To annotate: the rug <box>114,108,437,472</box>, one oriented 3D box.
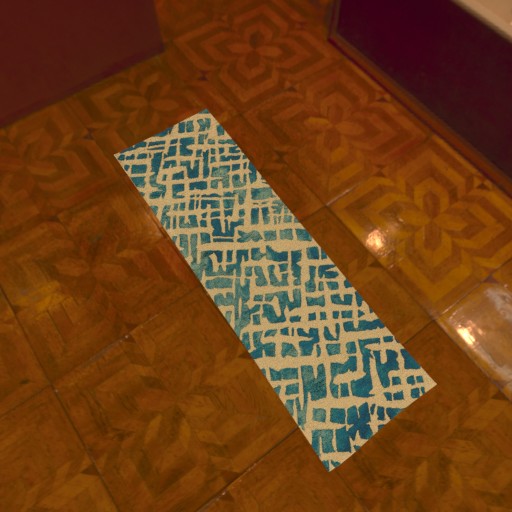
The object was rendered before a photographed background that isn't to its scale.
[{"bbox_3d":[0.000,0.000,2.790,0.768,0.011,2.446,-31,68,-14],"label":"rug"}]
